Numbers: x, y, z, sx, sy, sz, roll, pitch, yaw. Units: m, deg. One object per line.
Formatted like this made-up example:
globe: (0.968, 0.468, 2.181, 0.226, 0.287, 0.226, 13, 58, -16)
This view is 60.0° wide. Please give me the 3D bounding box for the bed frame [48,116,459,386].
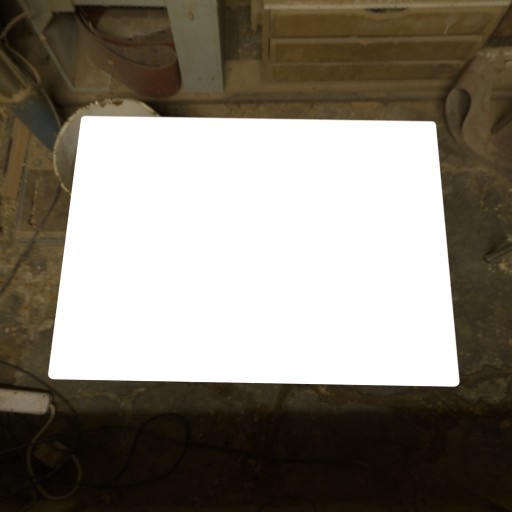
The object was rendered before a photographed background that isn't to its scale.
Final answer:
bed frame: (0.000, 0.000, 2.575, 1.956, 0.659, 1.408, 1, 76, 0)
